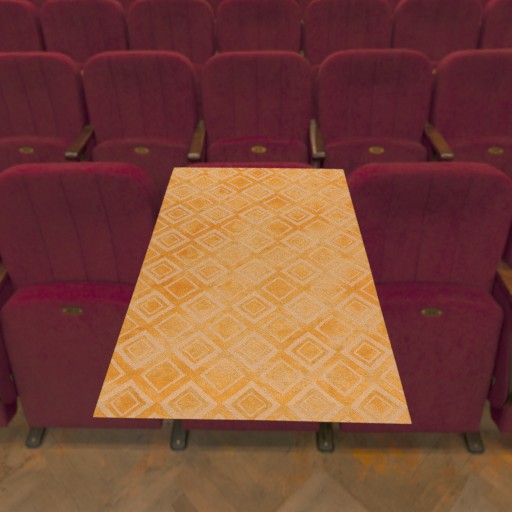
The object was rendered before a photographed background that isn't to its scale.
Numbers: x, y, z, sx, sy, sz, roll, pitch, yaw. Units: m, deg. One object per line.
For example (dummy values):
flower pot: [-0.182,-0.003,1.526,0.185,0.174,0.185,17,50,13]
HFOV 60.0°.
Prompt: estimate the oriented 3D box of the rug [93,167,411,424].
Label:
rug: [0.000,0.000,3.024,1.511,0.010,2.424,1,40,1]
